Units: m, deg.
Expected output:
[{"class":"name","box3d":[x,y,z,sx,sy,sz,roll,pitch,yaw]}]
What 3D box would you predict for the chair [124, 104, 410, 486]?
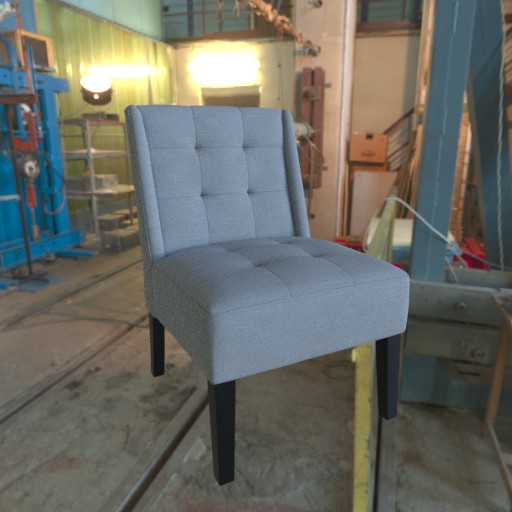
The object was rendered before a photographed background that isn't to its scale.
[{"class":"chair","box3d":[0.000,0.000,1.279,0.569,0.853,0.676,-8,17,-27]}]
